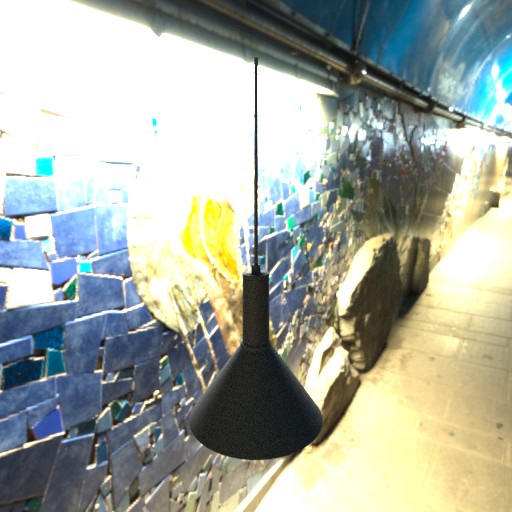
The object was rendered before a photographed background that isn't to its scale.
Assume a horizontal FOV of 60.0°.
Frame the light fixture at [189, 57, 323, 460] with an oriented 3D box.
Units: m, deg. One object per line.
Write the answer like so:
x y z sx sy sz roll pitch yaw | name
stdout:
0.000 0.000 0.820 0.267 0.683 0.267 12 18 43 | light fixture
